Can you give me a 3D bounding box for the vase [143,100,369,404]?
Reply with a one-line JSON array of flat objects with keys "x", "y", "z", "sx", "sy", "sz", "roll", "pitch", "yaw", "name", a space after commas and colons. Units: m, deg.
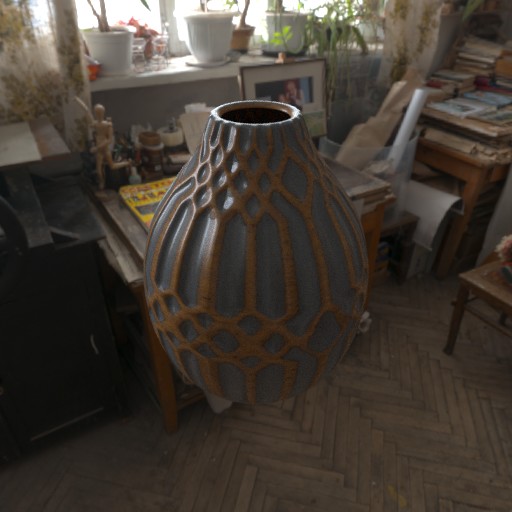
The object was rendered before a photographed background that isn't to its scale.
[{"x": 0.000, "y": 0.000, "z": 0.137, "sx": 0.069, "sy": 0.088, "sz": 0.069, "roll": 0, "pitch": 33, "yaw": 0, "name": "vase"}]
